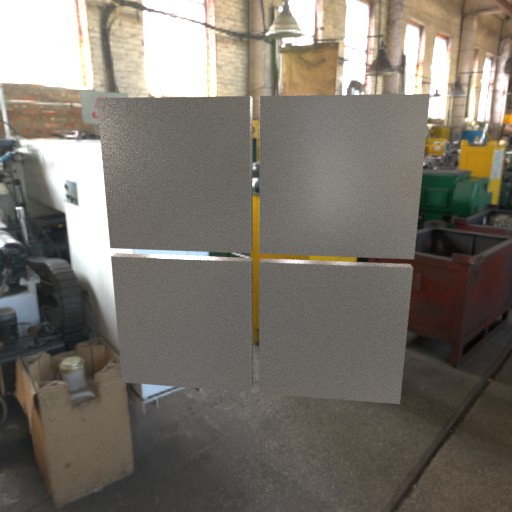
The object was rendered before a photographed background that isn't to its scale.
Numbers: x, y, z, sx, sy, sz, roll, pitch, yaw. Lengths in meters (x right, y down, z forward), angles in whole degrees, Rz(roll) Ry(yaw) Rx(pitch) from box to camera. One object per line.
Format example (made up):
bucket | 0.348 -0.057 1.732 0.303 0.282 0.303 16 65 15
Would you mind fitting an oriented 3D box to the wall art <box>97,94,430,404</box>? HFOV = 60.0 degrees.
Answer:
wall art | 0.000 0.000 0.900 0.611 0.611 0.029 2 15 8
